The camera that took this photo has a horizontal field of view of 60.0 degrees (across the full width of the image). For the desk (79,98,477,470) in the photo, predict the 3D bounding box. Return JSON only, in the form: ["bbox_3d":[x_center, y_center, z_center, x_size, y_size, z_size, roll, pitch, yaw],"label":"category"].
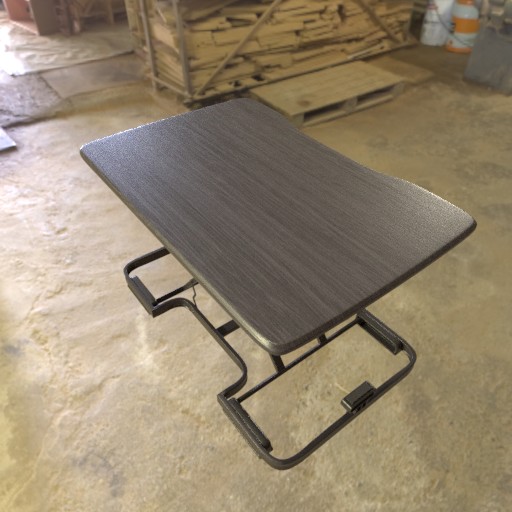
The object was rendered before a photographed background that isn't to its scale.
[{"bbox_3d":[0.000,0.000,1.160,0.546,0.470,0.820,-27,48,-27],"label":"desk"}]
